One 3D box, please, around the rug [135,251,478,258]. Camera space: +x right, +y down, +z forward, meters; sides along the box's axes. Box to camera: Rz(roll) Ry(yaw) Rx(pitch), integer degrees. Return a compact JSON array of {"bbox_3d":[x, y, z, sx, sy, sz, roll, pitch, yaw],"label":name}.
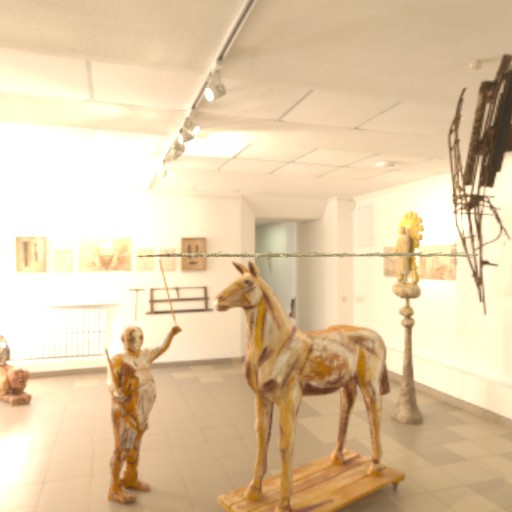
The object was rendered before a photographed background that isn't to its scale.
[{"bbox_3d":[0.000,0.000,2.531,1.224,0.027,2.021,0,0,-19],"label":"rug"}]
